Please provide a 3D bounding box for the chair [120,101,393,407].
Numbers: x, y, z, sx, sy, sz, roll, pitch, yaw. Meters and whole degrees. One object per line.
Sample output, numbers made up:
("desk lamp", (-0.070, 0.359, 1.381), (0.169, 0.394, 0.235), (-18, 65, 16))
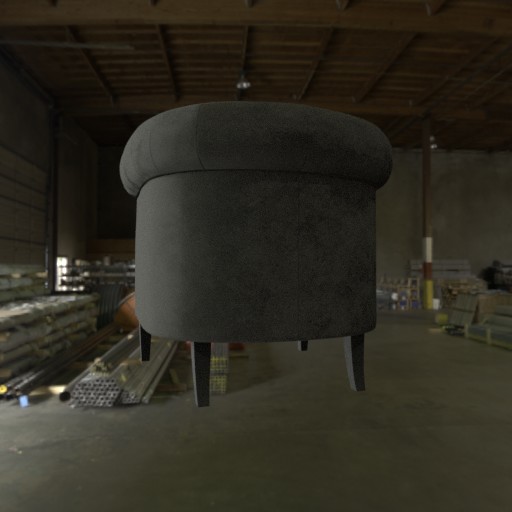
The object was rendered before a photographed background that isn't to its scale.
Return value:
("chair", (0.000, 0.000, 1.542), (0.904, 0.826, 0.851), (0, -1, -18))
